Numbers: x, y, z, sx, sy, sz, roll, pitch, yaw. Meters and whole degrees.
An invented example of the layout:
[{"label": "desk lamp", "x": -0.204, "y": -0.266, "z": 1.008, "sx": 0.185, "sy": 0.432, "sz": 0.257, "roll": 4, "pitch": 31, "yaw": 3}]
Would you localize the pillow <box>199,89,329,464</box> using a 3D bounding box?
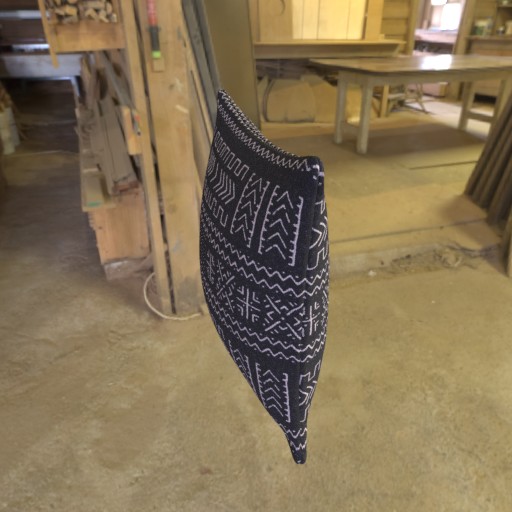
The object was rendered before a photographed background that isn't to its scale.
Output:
[{"label": "pillow", "x": 0.000, "y": 0.000, "z": 0.682, "sx": 0.164, "sy": 0.430, "sz": 0.438, "roll": -8, "pitch": 30, "yaw": -14}]
